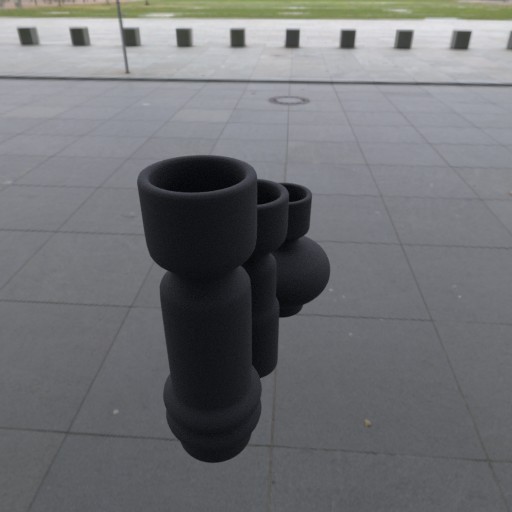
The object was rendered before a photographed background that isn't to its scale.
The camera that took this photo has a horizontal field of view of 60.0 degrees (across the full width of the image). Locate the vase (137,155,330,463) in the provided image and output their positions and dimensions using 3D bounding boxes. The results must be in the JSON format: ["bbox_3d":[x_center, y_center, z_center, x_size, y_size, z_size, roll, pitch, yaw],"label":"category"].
[{"bbox_3d":[0.000,0.000,0.434,0.120,0.249,0.307,10,32,16],"label":"vase"}]
